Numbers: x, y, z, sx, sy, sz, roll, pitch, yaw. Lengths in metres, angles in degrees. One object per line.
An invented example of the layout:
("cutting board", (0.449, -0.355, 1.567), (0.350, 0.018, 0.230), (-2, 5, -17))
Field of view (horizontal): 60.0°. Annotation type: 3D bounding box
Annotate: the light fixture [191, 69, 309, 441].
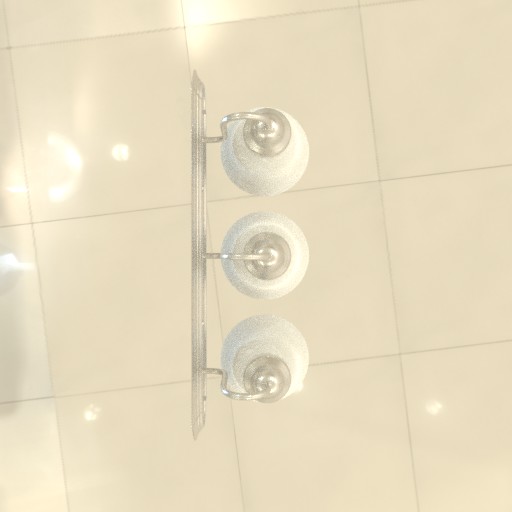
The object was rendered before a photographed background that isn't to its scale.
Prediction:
("light fixture", (0.000, 0.000, 0.712), (0.199, 0.222, 0.610), (0, 91, 0))
